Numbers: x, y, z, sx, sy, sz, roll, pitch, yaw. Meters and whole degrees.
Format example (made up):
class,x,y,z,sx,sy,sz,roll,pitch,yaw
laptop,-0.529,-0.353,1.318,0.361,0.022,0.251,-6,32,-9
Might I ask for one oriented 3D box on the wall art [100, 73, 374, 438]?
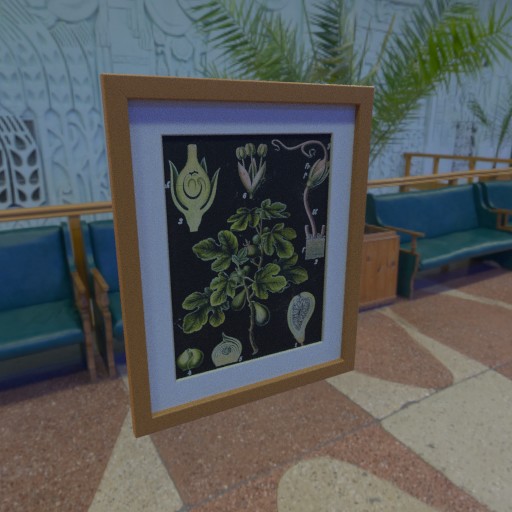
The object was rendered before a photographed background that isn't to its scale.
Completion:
class,x,y,z,sx,sy,sz,roll,pitch,yaw
wall art,0.000,0.000,0.752,0.452,0.553,0.022,-8,19,-26
